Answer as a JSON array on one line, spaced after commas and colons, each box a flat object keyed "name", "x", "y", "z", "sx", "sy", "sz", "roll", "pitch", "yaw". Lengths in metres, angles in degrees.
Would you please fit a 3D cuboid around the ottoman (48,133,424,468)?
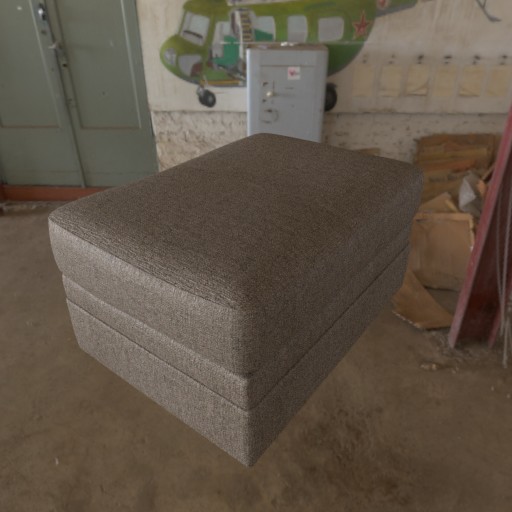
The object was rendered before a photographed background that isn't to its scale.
[{"name": "ottoman", "x": 0.000, "y": 0.000, "z": 1.258, "sx": 0.637, "sy": 0.478, "sz": 0.885, "roll": 21, "pitch": 37, "yaw": 31}]
